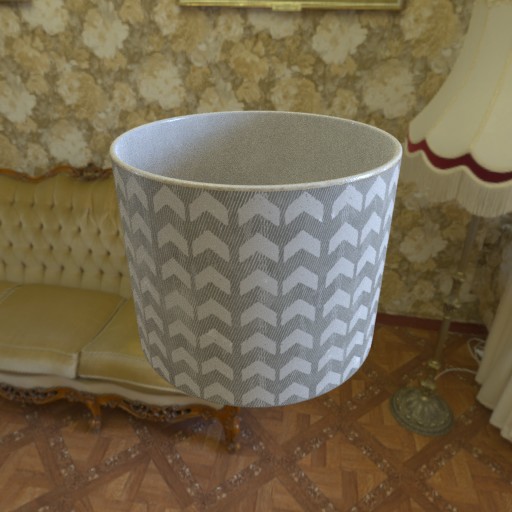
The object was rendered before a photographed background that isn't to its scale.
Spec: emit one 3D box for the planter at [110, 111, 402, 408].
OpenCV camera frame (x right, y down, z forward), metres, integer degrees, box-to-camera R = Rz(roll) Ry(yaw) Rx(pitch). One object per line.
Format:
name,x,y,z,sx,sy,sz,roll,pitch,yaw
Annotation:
planter,0.000,0.000,0.451,0.250,0.239,0.250,0,29,0
